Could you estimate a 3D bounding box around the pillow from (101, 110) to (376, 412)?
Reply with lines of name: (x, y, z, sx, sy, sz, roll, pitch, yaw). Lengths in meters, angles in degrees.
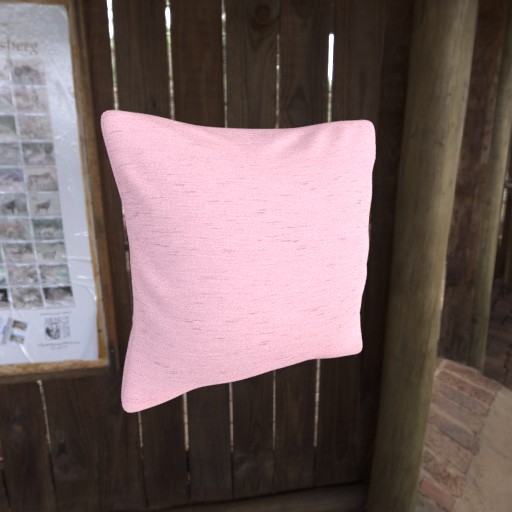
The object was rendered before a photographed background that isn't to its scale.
pillow: (0.000, 0.000, 0.683, 0.432, 0.415, 0.246, -7, 15, -26)
